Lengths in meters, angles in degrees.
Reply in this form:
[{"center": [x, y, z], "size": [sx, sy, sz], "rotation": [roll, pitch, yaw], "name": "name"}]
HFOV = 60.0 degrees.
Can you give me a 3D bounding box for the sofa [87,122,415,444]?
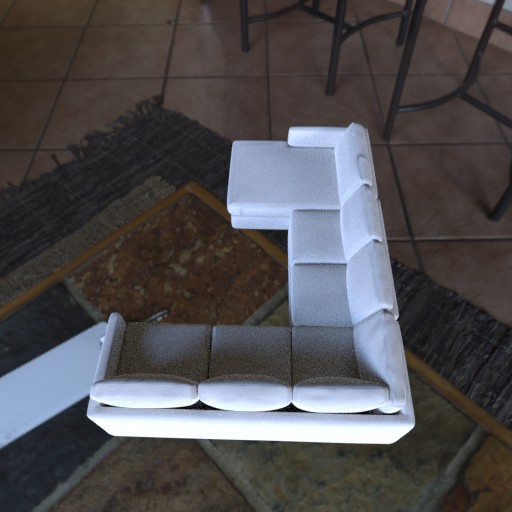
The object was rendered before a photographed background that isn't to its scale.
[{"center": [0.000, 0.000, 4.566], "size": [2.593, 0.956, 3.459], "rotation": [1, 56, 1], "name": "sofa"}]
